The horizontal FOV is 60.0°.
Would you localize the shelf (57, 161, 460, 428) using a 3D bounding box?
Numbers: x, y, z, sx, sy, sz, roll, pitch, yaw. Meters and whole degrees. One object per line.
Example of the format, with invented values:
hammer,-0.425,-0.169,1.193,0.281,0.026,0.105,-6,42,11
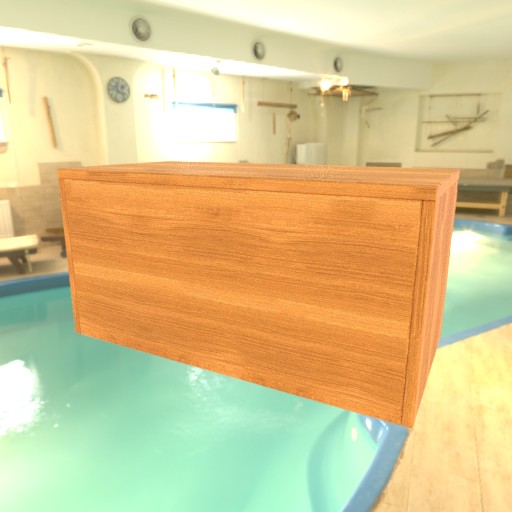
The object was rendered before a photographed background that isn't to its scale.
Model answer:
shelf,0.000,0.000,1.034,0.800,0.400,0.400,8,17,27
